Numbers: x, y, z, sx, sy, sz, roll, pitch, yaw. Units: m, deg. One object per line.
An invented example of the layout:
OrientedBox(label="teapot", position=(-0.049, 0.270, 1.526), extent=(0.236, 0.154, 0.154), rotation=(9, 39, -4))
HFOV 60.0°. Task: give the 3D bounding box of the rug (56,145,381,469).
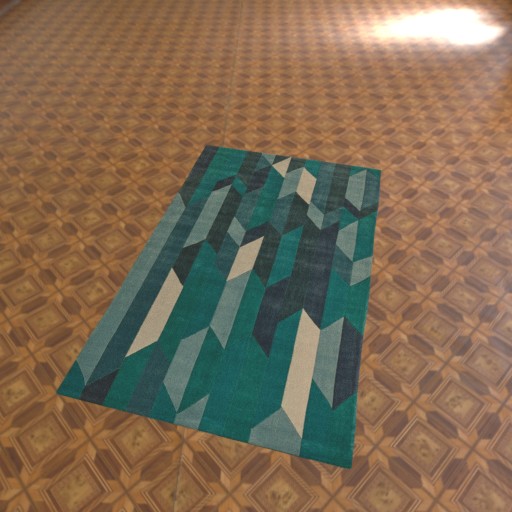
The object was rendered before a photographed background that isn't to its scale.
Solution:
OrientedBox(label="rug", position=(0.000, 0.000, 2.971), extent=(1.528, 0.005, 2.420), rotation=(10, 47, 10))
